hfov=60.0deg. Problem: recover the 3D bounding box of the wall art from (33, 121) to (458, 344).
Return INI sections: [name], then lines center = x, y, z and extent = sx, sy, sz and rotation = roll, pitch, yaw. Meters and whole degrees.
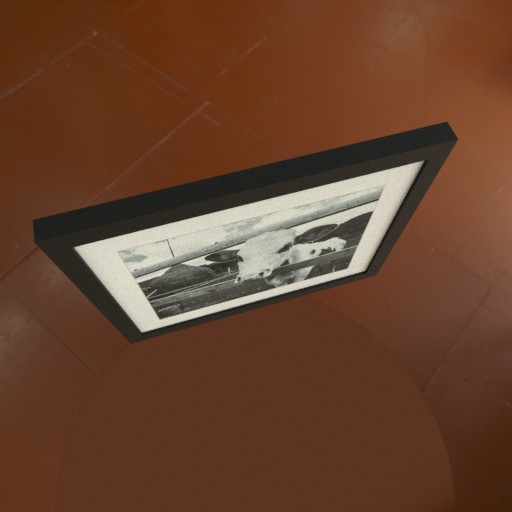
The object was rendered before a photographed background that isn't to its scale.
[wall art]
center = 0.000, 0.000, 0.559
extent = 0.404, 0.329, 0.024
rotation = -15, 65, -7
